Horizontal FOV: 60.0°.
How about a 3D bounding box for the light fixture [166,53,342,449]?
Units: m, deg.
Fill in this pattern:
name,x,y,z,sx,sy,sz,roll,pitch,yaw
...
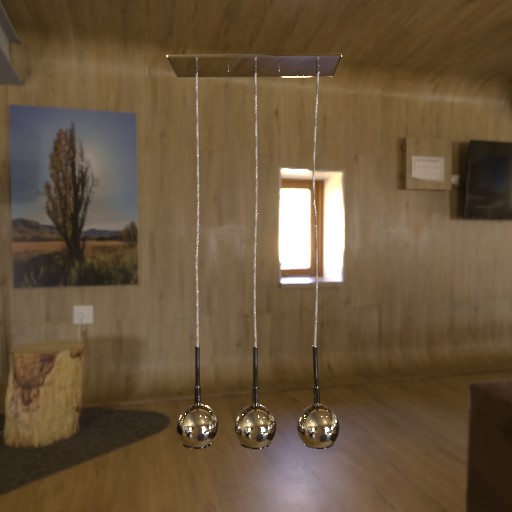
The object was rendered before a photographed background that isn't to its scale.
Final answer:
name,x,y,z,sx,sy,sz,roll,pitch,yaw
light fixture,0.000,0.000,1.652,0.623,1.408,0.188,0,1,1
